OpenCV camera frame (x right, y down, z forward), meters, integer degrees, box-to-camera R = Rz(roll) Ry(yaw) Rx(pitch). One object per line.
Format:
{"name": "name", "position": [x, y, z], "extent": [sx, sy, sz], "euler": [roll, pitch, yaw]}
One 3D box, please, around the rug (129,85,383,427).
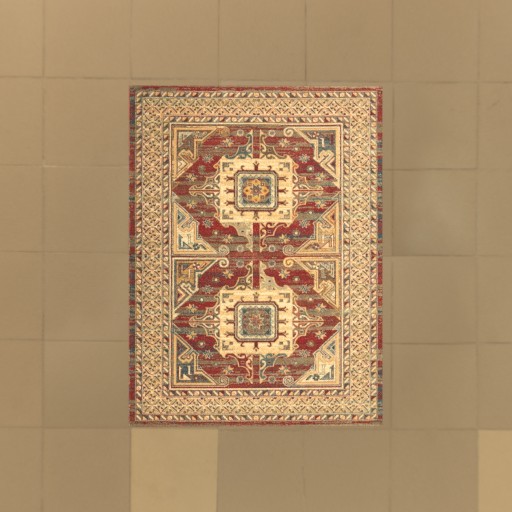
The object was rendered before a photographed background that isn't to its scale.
{"name": "rug", "position": [0.000, 0.000, 4.164], "extent": [2.381, 0.013, 3.197], "euler": [0, 90, -1]}
